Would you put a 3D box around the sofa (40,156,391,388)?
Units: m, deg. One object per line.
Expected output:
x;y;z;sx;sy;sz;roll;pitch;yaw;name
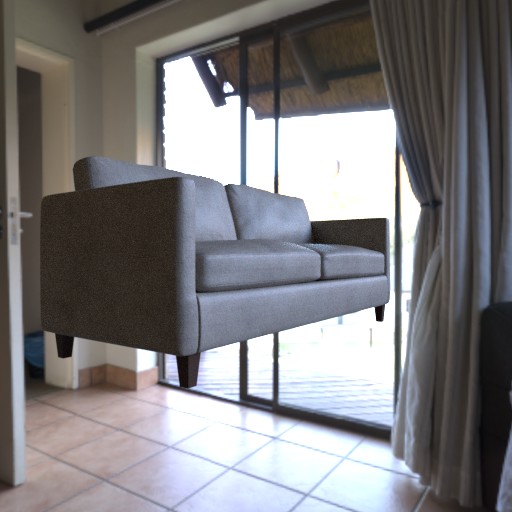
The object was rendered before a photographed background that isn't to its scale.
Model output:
0.000;0.000;2.684;0.951;0.965;2.208;0;0;36;sofa
